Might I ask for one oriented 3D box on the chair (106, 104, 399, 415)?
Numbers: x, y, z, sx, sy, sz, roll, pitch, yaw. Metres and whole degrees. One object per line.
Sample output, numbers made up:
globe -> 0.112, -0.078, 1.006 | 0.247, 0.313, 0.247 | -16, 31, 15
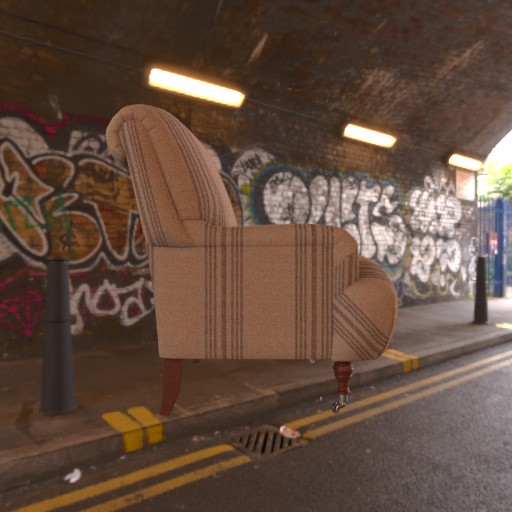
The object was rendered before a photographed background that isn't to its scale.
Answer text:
chair -> 0.000, 0.000, 1.626 | 0.914, 0.940, 0.813 | 0, 0, 1
